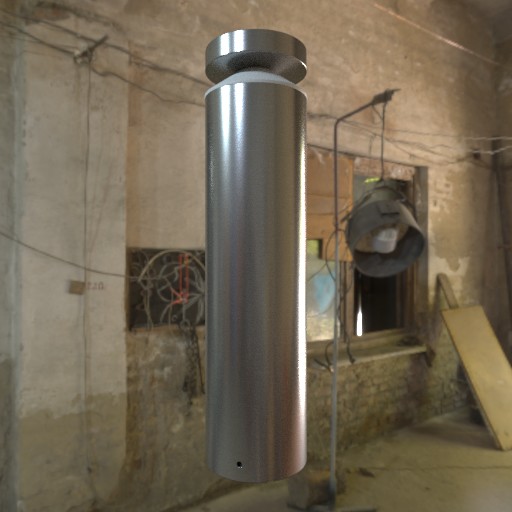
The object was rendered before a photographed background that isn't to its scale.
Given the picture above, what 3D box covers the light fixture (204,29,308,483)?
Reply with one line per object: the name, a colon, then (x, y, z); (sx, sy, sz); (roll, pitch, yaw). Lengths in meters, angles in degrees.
light fixture: (0.000, 0.000, 0.440); (0.102, 0.400, 0.102); (0, 0, 17)
